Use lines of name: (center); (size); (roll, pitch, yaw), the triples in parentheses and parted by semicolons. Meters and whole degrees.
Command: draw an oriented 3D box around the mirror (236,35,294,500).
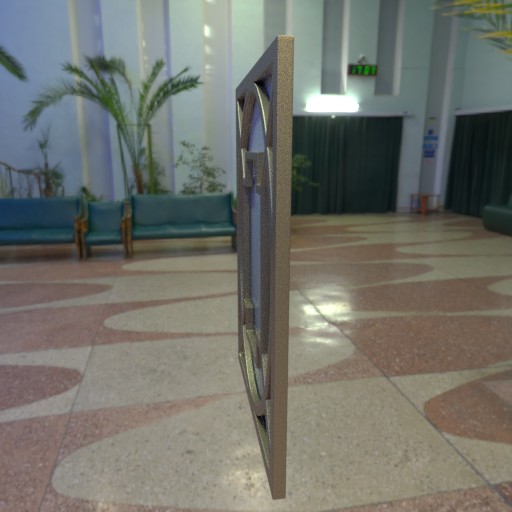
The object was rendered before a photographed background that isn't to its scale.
mirror: (0.000, 0.000, 1.308); (0.032, 1.023, 0.756); (-2, 14, -8)
